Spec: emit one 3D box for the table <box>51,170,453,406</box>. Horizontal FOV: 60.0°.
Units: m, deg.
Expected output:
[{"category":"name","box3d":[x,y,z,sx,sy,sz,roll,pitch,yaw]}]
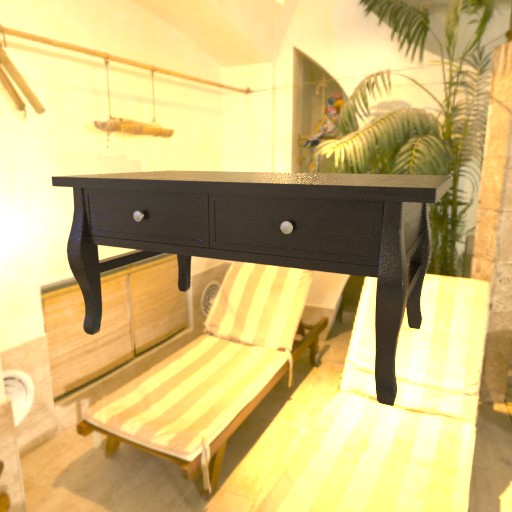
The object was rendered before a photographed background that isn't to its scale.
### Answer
[{"category":"table","box3d":[0.000,0.000,1.389,1.062,0.494,0.600,6,14,26]}]
